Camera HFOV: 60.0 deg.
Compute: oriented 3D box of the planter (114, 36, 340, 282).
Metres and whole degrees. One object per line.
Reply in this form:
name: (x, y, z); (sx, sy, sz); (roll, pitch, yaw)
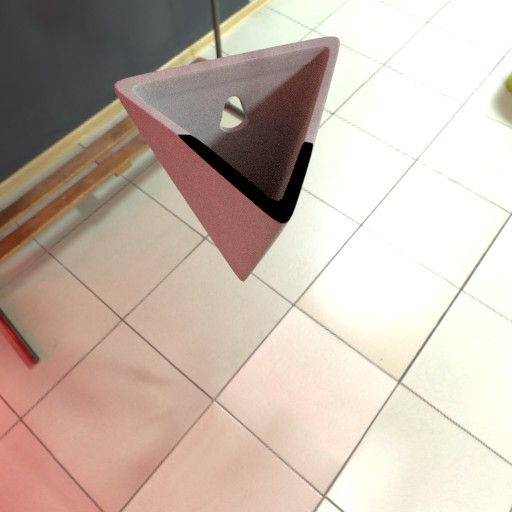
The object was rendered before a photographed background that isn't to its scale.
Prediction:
planter: (0.000, 0.000, 0.157); (0.058, 0.130, 0.047); (-16, 62, -8)
